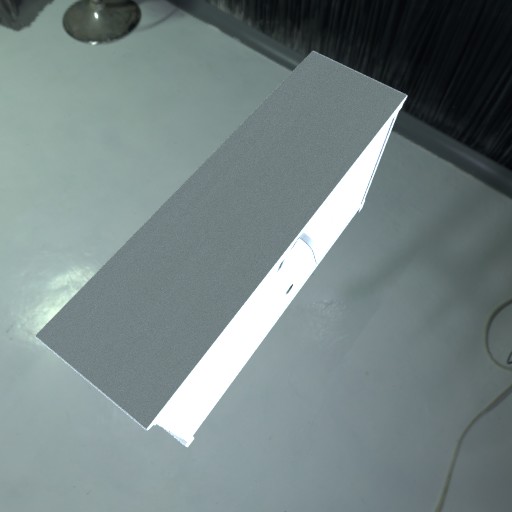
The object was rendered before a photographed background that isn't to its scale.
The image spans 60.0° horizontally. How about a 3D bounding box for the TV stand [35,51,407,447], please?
[{"bbox_3d":[0.000,0.000,1.459,0.424,0.624,1.187,33,68,15],"label":"TV stand"}]
